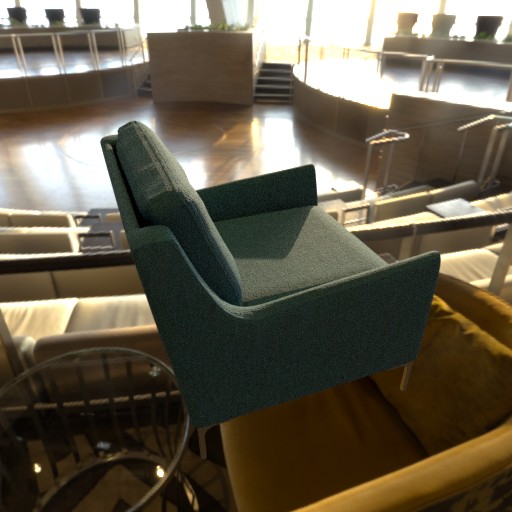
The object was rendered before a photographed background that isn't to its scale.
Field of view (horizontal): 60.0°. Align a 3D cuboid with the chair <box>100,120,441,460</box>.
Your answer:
[{"bbox_3d":[0.000,0.000,1.516,0.849,0.828,0.847,-11,33,-18],"label":"chair"}]
